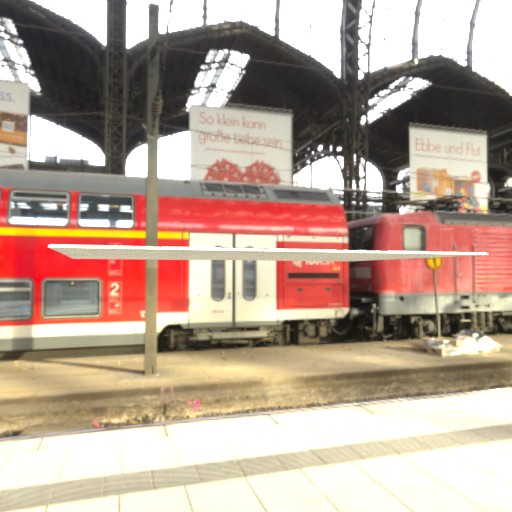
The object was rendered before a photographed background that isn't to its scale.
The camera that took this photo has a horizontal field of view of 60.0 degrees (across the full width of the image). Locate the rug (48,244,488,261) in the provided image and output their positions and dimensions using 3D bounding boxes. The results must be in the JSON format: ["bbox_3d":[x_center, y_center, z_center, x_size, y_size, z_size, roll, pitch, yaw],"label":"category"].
[{"bbox_3d":[0.000,0.000,2.850,2.275,0.014,1.514,1,-2,-19],"label":"rug"}]
